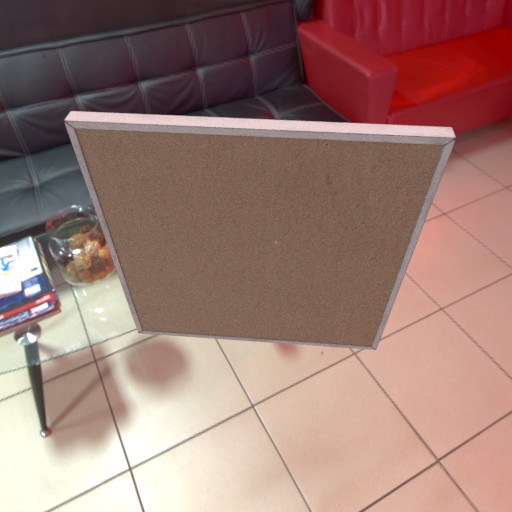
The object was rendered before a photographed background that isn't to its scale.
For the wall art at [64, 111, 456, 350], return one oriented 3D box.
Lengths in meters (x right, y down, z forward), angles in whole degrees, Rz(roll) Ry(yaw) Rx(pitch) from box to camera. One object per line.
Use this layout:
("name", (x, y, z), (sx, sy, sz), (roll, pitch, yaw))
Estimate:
("wall art", (0.000, 0.000, 1.149), (0.762, 0.762, 0.038), (3, 47, 3))
